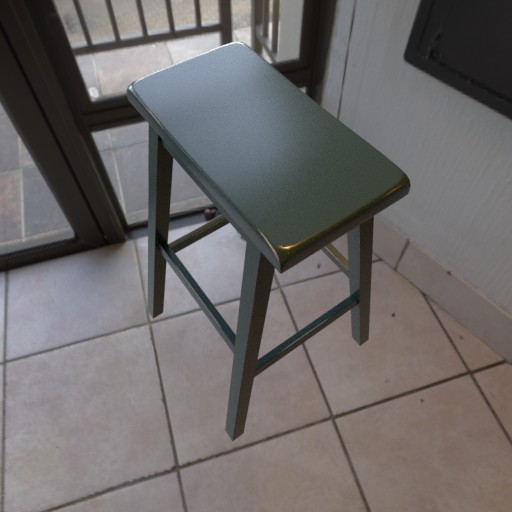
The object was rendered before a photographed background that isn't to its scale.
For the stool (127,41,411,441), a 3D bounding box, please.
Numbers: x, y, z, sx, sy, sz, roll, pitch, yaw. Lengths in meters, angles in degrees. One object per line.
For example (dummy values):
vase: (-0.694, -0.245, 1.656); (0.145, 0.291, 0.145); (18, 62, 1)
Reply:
stool: (0.000, 0.000, 1.004); (0.476, 0.737, 0.457); (-31, 62, -19)
